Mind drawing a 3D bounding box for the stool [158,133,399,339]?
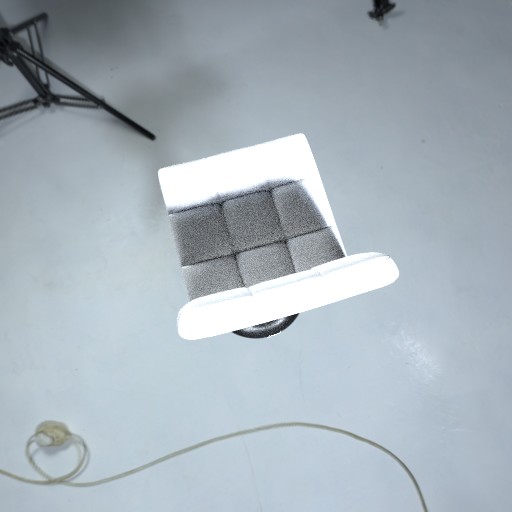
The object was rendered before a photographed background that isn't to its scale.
[{"bbox_3d":[0.000,0.000,1.368,0.430,1.115,0.505,-15,76,-4],"label":"stool"}]
